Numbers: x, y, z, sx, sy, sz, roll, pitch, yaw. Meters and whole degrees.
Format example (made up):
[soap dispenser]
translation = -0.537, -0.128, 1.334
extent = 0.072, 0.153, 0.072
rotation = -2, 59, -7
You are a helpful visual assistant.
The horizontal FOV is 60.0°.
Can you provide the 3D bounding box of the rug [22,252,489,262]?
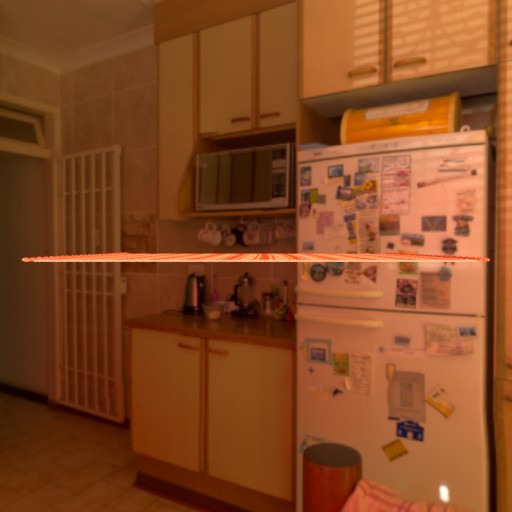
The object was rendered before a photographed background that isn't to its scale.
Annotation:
[rug]
translation = 0.000, 0.000, 4.399
extent = 3.369, 0.035, 2.451
rotation = 0, 1, 1
